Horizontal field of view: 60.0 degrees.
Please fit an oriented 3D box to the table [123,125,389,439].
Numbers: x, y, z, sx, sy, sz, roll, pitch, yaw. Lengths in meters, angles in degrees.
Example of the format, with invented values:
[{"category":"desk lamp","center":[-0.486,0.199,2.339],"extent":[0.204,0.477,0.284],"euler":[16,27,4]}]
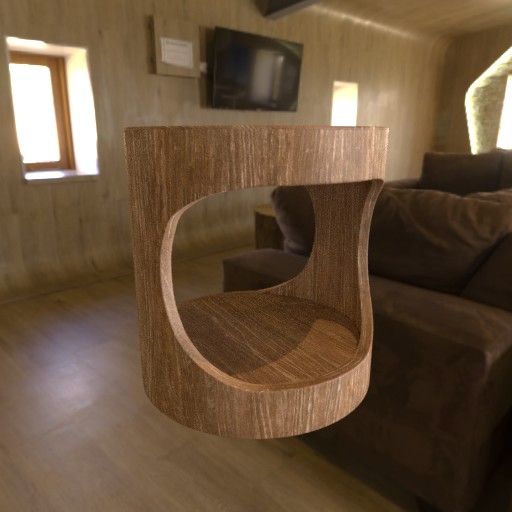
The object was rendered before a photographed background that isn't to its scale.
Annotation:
[{"category":"table","center":[0.000,0.000,0.990],"extent":[0.527,0.551,0.527],"euler":[0,15,0]}]
